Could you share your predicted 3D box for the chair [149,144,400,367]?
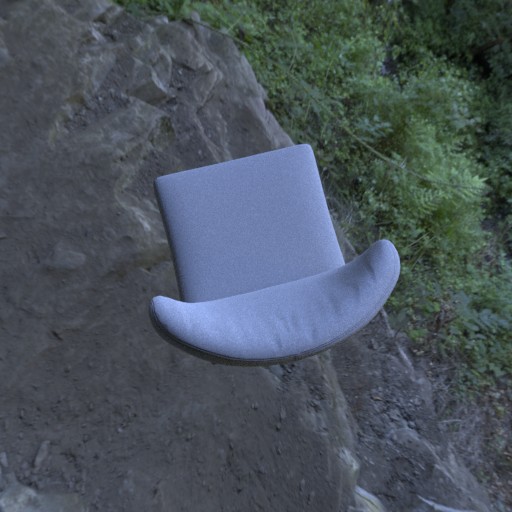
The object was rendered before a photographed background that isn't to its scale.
[{"bbox_3d":[0.000,0.000,1.231,0.491,0.839,0.592,-14,77,-3],"label":"chair"}]
